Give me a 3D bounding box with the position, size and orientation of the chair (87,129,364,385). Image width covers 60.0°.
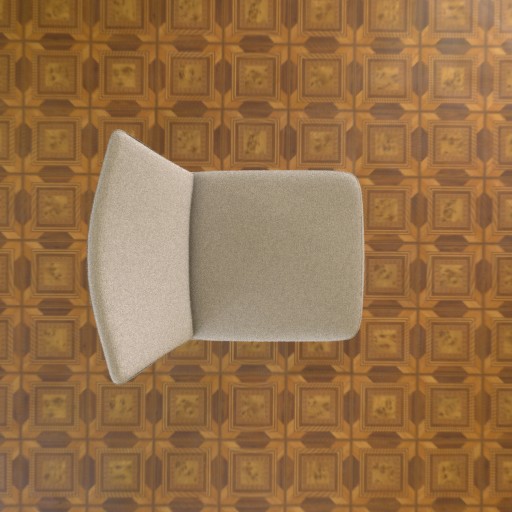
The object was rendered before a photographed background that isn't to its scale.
[{"bbox_3d":[0.000,0.000,1.153,0.570,0.859,0.456,0,90,0],"label":"chair"}]
